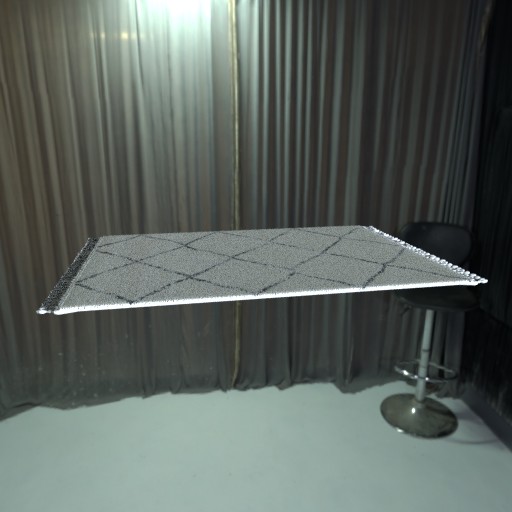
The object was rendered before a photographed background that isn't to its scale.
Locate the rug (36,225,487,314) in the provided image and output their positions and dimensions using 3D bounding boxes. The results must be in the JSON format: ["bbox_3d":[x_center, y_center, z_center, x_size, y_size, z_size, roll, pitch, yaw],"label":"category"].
[{"bbox_3d":[0.000,0.000,2.877,2.307,0.031,1.494,-3,16,-11],"label":"rug"}]
